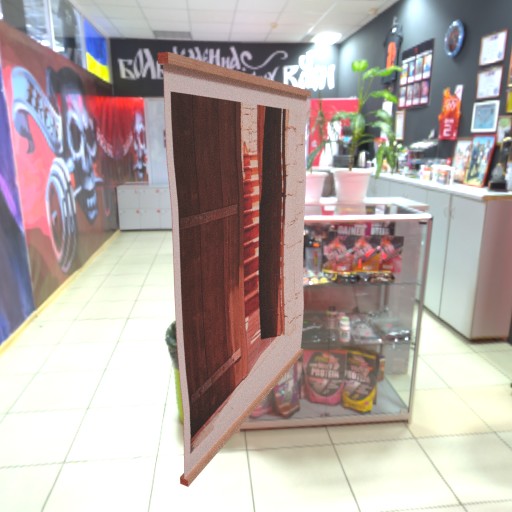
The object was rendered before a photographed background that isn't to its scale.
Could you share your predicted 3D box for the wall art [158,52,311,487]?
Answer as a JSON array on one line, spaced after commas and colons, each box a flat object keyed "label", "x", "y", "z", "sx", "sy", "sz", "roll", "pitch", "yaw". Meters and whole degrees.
[{"label": "wall art", "x": 0.000, "y": 0.000, "z": 0.674, "sx": 0.013, "sy": 0.508, "sz": 0.406, "roll": 7, "pitch": 16, "yaw": 26}]
